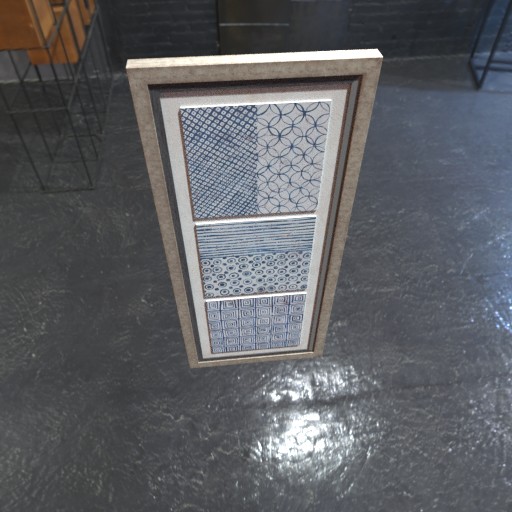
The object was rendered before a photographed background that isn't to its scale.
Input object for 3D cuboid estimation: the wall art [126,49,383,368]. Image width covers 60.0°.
[{"bbox_3d":[0.000,0.000,1.656,0.648,1.461,0.051,-4,47,-4],"label":"wall art"}]
